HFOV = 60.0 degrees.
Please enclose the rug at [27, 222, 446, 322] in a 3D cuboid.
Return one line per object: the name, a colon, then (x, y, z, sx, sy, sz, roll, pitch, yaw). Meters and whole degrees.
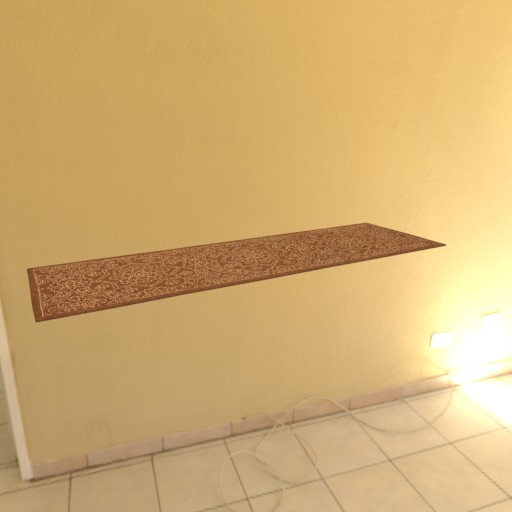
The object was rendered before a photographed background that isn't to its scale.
rug: (0.000, 0.000, 2.667, 2.448, 0.012, 0.769, -9, 19, -27)
